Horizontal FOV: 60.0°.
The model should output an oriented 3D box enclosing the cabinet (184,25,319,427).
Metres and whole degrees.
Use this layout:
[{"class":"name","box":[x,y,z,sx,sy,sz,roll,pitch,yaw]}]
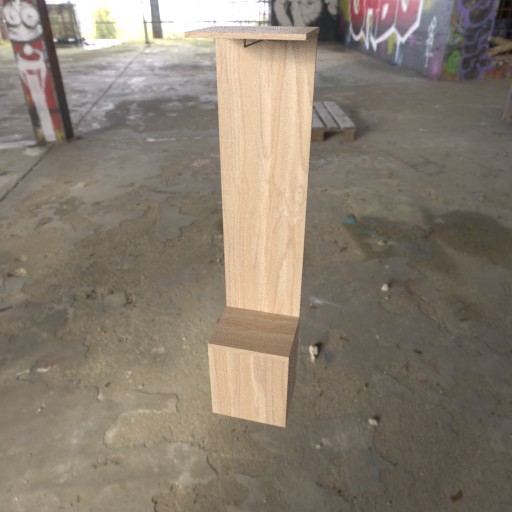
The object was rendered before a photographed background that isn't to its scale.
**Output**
[{"class":"cabinet","box":[0.000,0.000,2.058,0.411,1.879,0.338,7,32,12]}]
